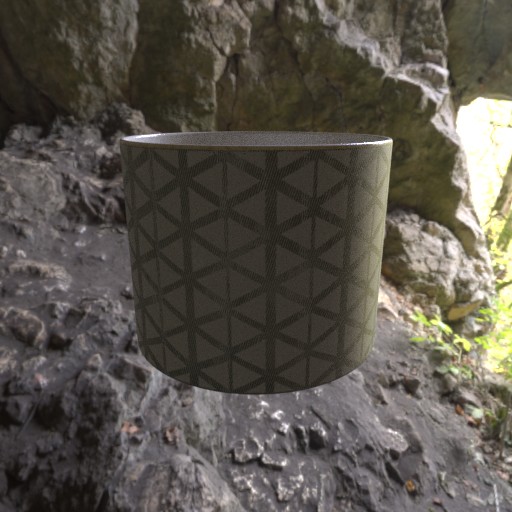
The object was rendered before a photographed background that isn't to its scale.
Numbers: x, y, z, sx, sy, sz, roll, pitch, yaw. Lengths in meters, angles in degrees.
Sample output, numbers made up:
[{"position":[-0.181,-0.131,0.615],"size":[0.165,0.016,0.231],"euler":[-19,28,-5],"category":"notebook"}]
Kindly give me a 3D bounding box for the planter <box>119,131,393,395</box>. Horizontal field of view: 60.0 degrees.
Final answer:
[{"position":[0.000,0.000,0.348],"size":[0.190,0.181,0.190],"euler":[0,18,0],"category":"planter"}]
